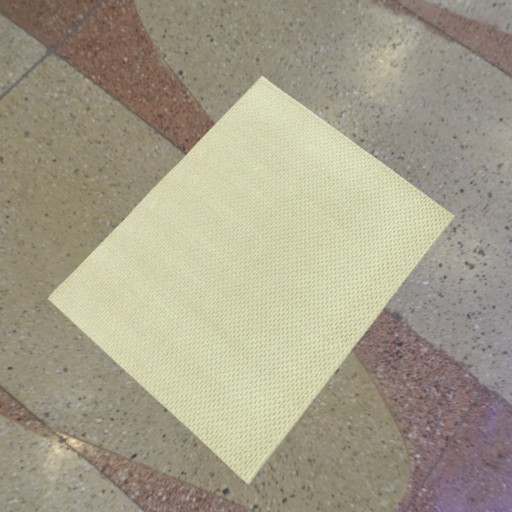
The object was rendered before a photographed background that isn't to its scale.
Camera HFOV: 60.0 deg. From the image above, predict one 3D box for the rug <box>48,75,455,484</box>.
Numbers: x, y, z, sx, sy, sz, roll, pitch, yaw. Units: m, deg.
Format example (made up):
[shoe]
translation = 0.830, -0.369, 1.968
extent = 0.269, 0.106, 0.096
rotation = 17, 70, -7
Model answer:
[rug]
translation = 0.000, 0.000, 3.908
extent = 2.277, 0.035, 2.897
rotation = 39, 79, 9
